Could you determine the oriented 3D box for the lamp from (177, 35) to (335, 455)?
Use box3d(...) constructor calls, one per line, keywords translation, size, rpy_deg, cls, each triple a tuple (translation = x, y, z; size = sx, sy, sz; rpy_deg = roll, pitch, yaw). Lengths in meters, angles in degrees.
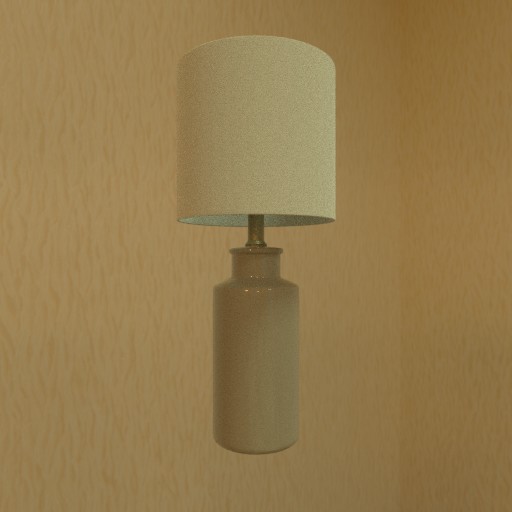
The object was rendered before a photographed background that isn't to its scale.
box3d(translation=(0.000, 0.000, 0.601), size=(0.212, 0.493, 0.212), rpy_deg=(0, 0, 19), cls="lamp")
